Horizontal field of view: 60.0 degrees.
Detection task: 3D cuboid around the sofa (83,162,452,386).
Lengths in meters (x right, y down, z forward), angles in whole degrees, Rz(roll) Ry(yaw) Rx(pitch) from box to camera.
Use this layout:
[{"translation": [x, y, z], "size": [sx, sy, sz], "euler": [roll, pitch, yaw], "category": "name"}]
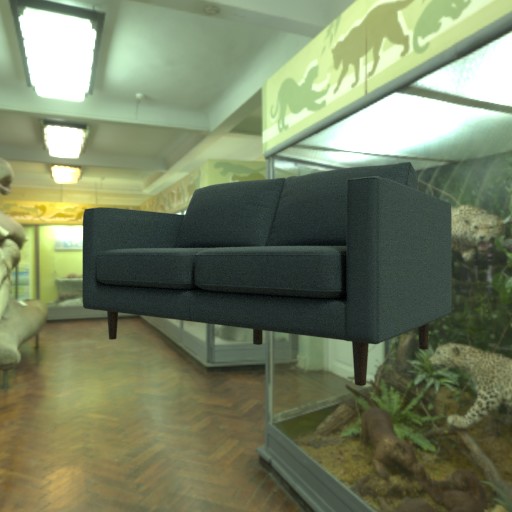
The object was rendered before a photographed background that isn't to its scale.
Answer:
[{"translation": [0.000, 0.000, 2.274], "size": [1.659, 0.907, 0.999], "euler": [0, 0, 37], "category": "sofa"}]
